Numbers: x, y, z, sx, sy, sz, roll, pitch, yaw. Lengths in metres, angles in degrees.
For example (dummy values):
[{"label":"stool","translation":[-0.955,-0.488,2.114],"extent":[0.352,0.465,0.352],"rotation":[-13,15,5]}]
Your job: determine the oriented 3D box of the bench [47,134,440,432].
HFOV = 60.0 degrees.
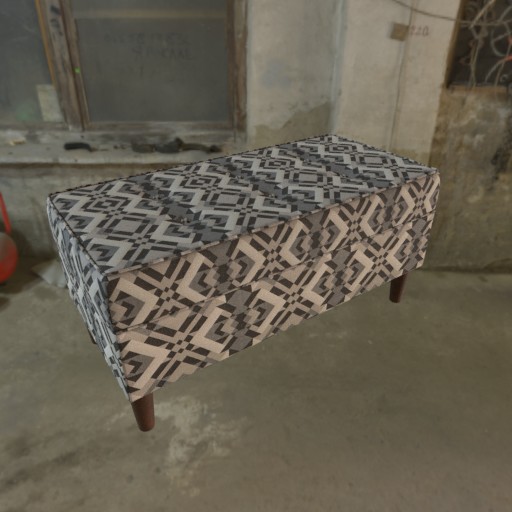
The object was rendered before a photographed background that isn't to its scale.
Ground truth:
[{"label":"bench","translation":[0.000,0.000,1.325],"extent":[1.016,0.477,0.492],"rotation":[-19,36,-29]}]
